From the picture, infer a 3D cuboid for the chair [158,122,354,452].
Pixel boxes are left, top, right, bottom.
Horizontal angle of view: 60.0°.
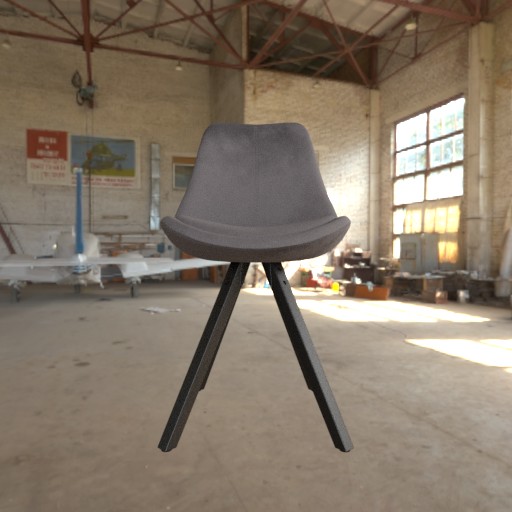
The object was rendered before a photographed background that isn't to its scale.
[{"bbox_3d":[0.000,0.000,1.183,0.476,0.850,0.550,0,1,0],"label":"chair"}]
